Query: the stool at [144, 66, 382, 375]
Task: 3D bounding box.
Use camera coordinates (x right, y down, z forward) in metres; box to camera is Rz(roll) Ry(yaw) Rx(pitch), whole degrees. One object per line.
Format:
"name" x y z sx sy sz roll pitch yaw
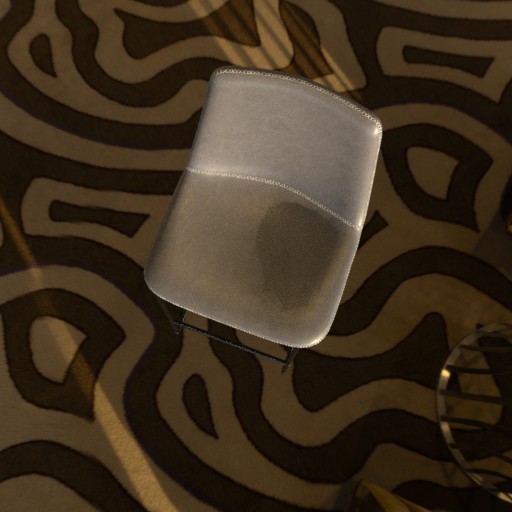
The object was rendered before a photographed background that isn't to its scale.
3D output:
"stool" 0.000 0.000 1.217 0.470 0.876 0.546 20 77 5
